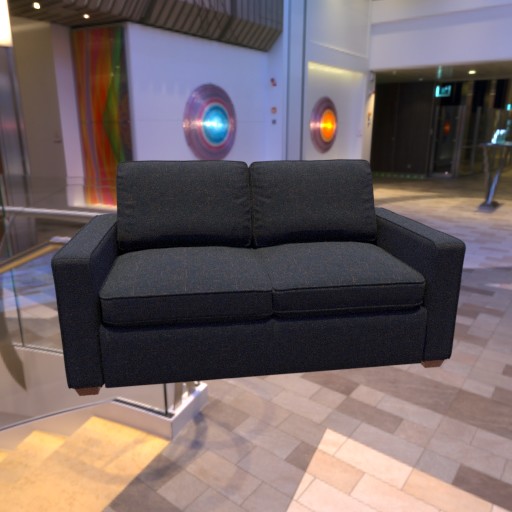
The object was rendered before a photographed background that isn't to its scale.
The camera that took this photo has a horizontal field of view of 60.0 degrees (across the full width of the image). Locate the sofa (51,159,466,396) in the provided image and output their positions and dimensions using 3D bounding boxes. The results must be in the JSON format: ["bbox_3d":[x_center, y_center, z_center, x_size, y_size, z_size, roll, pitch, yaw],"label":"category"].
[{"bbox_3d":[0.000,0.000,2.238,1.709,0.918,0.947,-2,16,-8],"label":"sofa"}]
